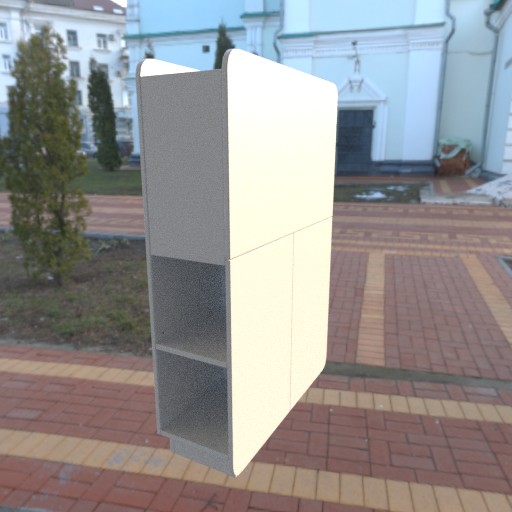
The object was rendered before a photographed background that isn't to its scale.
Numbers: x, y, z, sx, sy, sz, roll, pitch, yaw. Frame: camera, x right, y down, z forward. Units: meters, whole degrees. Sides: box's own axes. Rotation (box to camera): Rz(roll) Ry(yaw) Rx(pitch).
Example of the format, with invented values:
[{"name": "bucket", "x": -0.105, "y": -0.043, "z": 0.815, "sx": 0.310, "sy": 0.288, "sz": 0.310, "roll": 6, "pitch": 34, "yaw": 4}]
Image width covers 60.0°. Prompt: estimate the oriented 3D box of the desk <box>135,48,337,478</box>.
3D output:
[{"name": "desk", "x": 0.000, "y": 0.000, "z": 1.544, "sx": 0.278, "sy": 1.190, "sz": 0.795, "roll": 7, "pitch": 16, "yaw": 27}]
